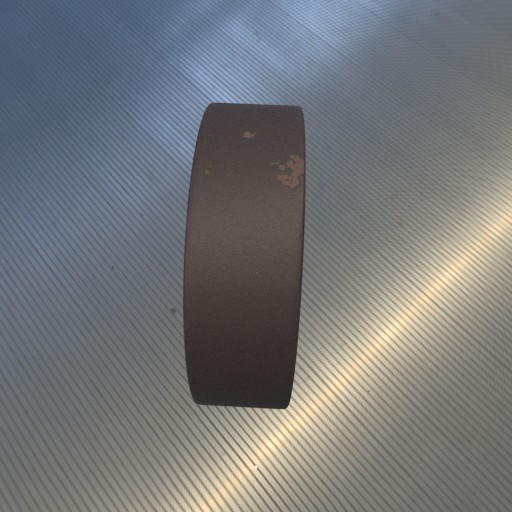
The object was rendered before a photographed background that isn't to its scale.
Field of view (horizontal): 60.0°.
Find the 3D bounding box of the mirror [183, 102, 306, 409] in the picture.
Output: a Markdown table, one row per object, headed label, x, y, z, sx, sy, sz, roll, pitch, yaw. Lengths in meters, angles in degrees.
| label | x | y | z | sx | sy | sz | roll | pitch | yaw |
| --- | --- | --- | --- | --- | --- | --- | --- | --- | --- |
| mirror | 0.000 | 0.000 | 0.596 | 0.126 | 0.386 | 0.386 | 3 | 65 | 1 |
